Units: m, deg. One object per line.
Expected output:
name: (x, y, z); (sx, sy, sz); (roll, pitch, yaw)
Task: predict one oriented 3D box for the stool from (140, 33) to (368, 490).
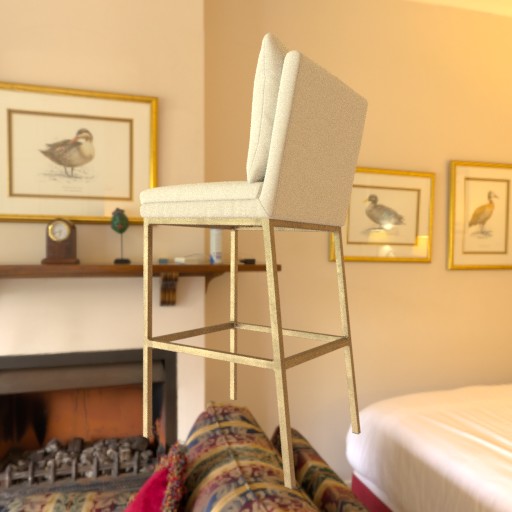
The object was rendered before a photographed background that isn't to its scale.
stool: (0.000, 0.000, 1.396); (0.572, 1.125, 0.463); (1, 1, 36)
